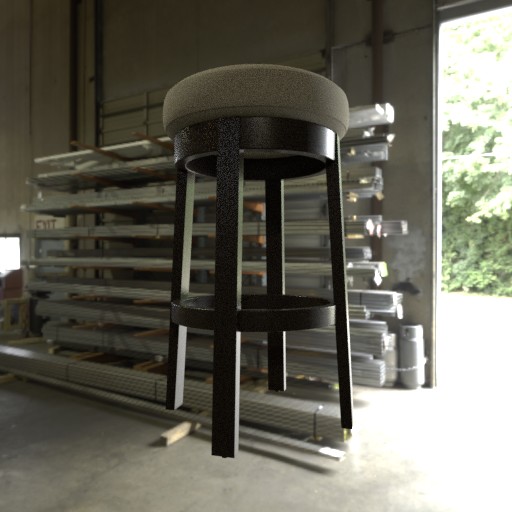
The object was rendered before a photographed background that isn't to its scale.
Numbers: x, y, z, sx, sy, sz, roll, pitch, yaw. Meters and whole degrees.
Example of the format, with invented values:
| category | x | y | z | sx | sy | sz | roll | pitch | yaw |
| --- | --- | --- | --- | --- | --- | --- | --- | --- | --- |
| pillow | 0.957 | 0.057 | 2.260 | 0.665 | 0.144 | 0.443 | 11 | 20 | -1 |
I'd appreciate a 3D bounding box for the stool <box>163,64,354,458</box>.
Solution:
| category | x | y | z | sx | sy | sz | roll | pitch | yaw |
| --- | --- | --- | --- | --- | --- | --- | --- | --- | --- |
| stool | 0.000 | 0.000 | 1.039 | 0.446 | 0.758 | 0.446 | 0 | 0 | 0 |
